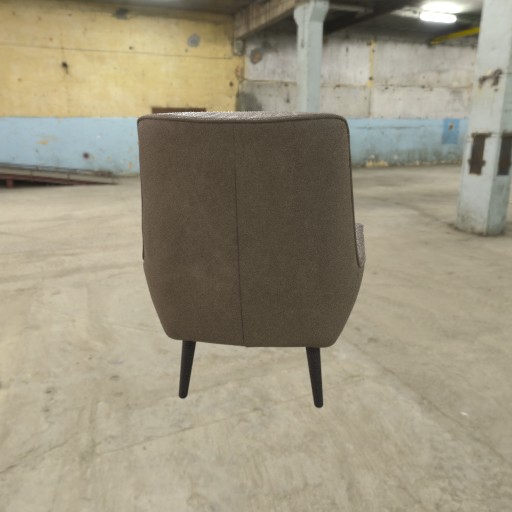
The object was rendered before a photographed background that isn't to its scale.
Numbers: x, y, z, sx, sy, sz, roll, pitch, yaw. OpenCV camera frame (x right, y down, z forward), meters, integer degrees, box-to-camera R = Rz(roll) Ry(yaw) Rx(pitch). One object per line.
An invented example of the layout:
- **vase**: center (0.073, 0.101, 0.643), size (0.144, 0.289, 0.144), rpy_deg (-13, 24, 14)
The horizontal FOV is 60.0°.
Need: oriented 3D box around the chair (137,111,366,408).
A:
- **chair**: center (0.000, 0.000, 1.487), size (0.787, 0.888, 0.824), rpy_deg (2, 15, 6)
